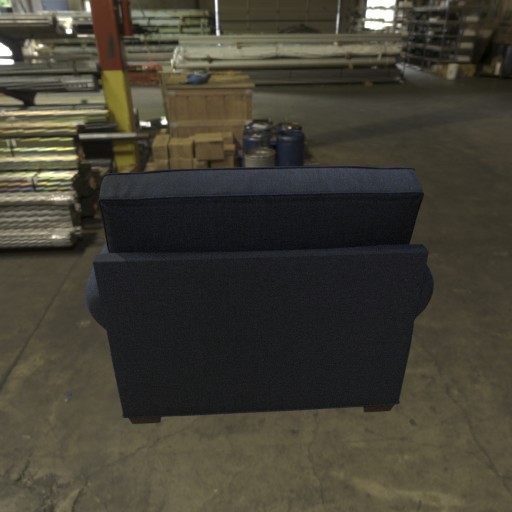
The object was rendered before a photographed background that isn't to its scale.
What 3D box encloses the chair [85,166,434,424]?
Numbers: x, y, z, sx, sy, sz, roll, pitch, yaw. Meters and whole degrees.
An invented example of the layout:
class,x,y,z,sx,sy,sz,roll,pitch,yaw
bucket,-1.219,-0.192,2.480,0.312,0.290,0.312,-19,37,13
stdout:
class,x,y,z,sx,sy,sz,roll,pitch,yaw
chair,0.000,0.000,1.992,1.285,1.044,0.963,-2,29,-3
